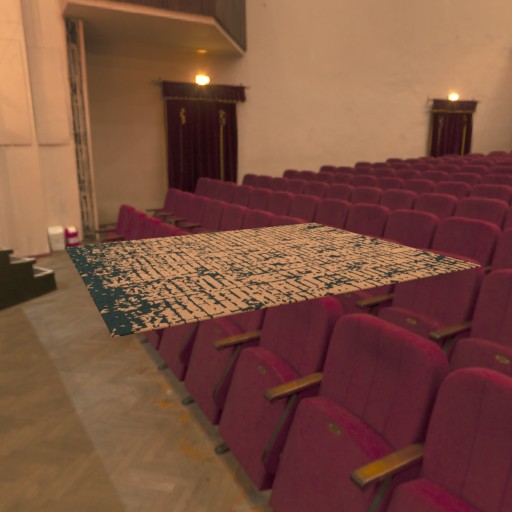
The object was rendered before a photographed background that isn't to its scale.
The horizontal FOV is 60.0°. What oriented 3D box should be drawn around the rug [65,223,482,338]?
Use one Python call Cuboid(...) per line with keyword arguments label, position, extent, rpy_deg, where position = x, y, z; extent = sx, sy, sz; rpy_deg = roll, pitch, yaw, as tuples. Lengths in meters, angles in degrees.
Cuboid(label="rug", position=(0.000, 0.000, 4.064), extent=(3.017, 0.014, 2.416), rpy_deg=(-7, 16, -27))
